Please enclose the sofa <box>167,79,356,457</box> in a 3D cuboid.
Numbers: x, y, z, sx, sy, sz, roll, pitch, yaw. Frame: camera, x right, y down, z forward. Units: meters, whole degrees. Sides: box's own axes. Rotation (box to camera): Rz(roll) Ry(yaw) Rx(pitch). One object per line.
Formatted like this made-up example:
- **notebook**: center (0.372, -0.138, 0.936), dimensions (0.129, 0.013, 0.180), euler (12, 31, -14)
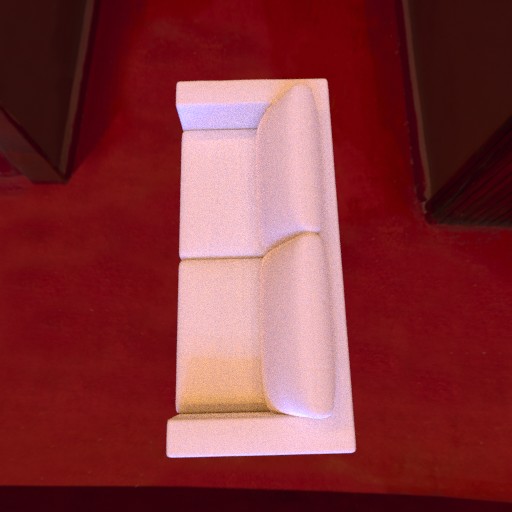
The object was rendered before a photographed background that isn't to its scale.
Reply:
- **sofa**: center (0.000, 0.000, 2.645), dimensions (0.954, 0.881, 2.163), euler (-1, 75, 0)
